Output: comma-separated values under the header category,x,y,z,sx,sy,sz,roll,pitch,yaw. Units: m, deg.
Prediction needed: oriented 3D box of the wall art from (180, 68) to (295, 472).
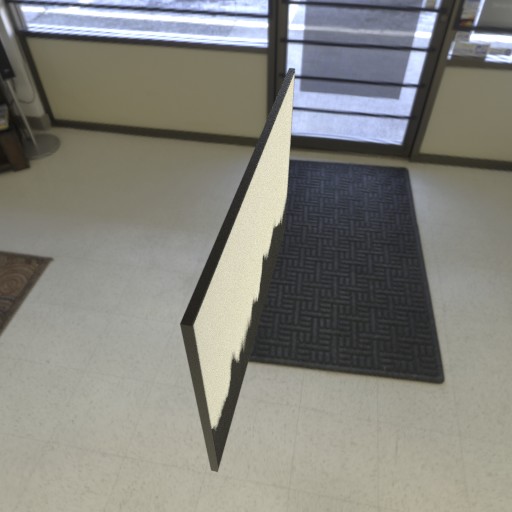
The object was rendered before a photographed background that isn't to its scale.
category,x,y,z,sx,sy,sz,roll,pitch,yaw
wall art,0.000,0.000,1.248,0.019,0.660,0.957,10,47,9
